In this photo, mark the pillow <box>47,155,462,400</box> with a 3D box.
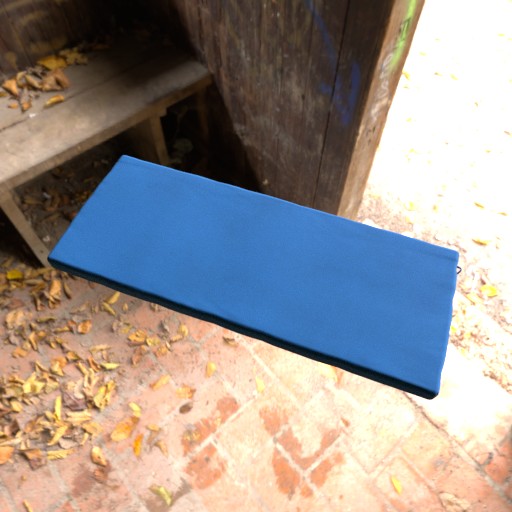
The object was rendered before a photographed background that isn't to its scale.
[{"bbox_3d":[0.000,0.000,1.337,1.187,0.081,0.492,17,60,11],"label":"pillow"}]
